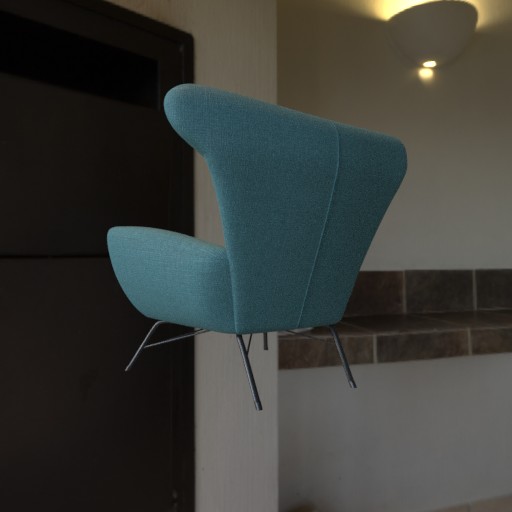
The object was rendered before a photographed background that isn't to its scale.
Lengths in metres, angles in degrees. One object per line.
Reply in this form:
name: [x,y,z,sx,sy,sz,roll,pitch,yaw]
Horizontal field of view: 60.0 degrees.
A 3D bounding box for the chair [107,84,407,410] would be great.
chair: [0.000,0.000,1.778,1.050,0.980,0.900,1,-1,-36]
